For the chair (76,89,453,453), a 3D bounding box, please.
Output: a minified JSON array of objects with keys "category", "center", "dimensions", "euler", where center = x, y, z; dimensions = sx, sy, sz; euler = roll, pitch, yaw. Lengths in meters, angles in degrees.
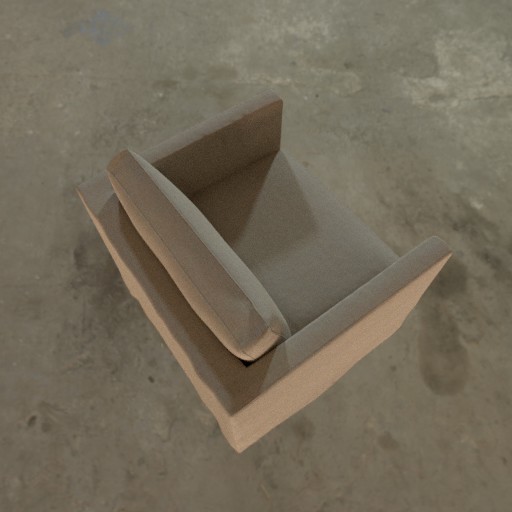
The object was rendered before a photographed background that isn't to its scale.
[{"category":"chair","center":[0.000,0.000,1.789],"dimensions":[0.949,0.863,1.057],"euler":[-32,64,-18]}]
